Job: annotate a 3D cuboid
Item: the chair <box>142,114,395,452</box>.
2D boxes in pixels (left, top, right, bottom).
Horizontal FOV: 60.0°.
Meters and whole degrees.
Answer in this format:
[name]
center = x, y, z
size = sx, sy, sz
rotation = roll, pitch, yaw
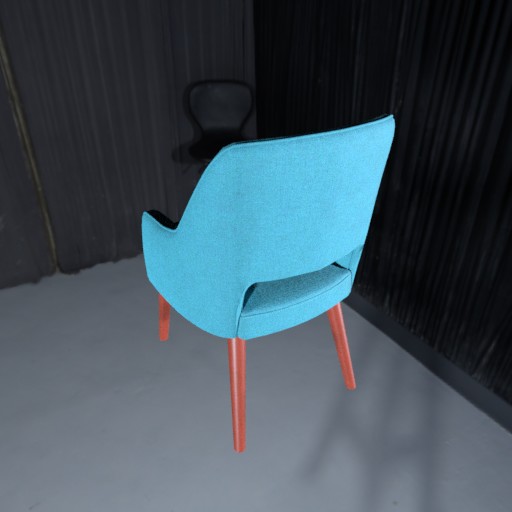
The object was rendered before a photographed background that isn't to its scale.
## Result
[chair]
center = 0.000, 0.000, 1.249
size = 0.548, 0.849, 0.605
rotation = -18, 36, -27
